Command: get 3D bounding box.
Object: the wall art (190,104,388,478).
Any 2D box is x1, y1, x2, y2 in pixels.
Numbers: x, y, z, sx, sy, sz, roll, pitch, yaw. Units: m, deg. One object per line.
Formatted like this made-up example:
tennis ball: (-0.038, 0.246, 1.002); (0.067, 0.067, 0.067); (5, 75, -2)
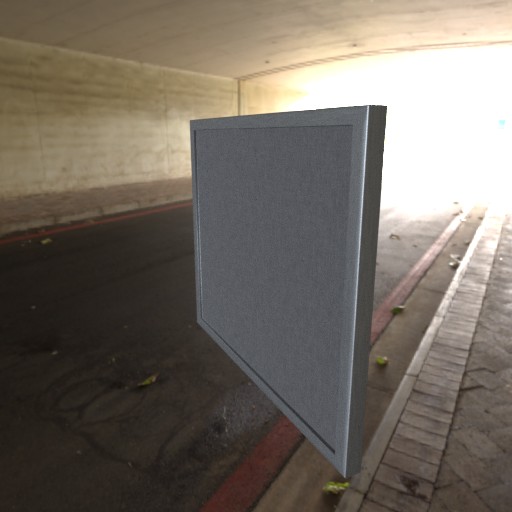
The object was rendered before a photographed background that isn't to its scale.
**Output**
wall art: (0.000, 0.000, 0.754); (0.028, 0.457, 0.556); (-8, 17, -26)
